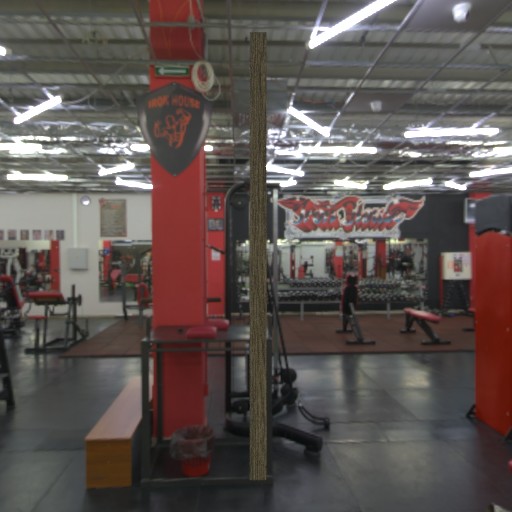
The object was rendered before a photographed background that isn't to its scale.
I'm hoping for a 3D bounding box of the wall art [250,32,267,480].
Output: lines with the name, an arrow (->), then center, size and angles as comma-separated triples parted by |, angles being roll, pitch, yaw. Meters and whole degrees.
wall art -> 0.000, 0.000, 0.756 | 0.019, 0.508, 0.508 | 0, 0, -1
